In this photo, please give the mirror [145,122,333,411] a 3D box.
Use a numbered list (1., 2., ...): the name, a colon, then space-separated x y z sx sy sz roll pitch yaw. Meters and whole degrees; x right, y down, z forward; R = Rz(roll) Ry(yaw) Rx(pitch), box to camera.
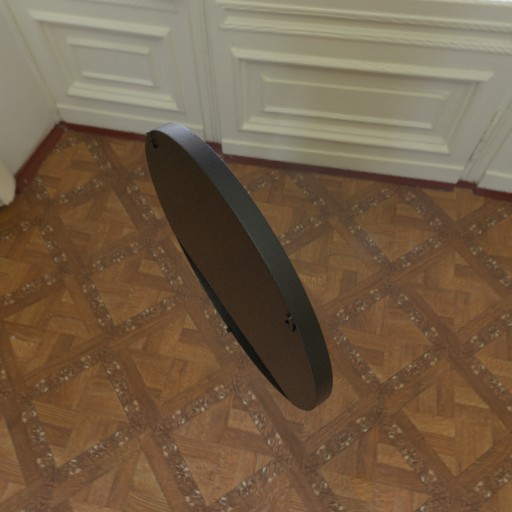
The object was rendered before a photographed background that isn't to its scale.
1. mirror: 0.000 0.000 0.682 0.133 0.457 0.457 -30 64 -16
